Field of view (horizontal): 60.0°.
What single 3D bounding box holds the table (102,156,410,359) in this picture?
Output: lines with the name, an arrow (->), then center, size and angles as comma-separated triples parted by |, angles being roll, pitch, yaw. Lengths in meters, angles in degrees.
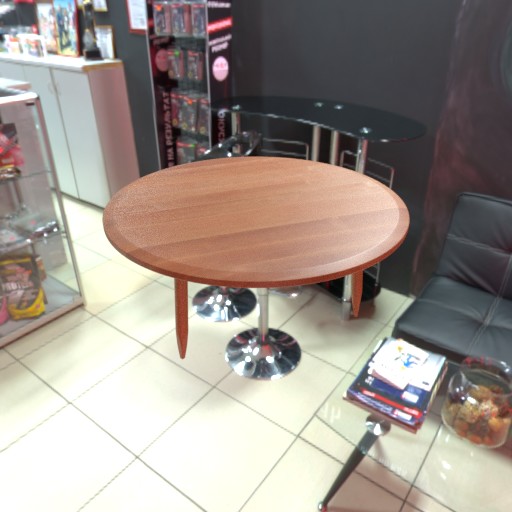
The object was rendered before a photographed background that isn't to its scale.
table -> 0.000, 0.000, 1.452 | 0.900, 0.400, 0.900 | 0, 30, 0
